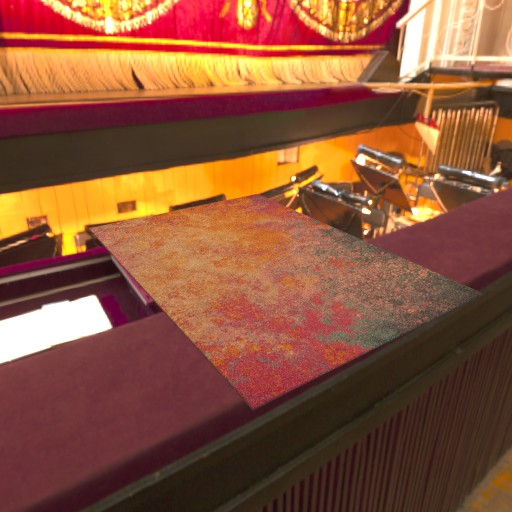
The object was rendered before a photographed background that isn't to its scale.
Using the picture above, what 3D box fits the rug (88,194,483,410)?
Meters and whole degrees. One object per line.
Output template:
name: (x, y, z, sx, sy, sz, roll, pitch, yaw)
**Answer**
rug: (0.000, 0.000, 3.759, 2.007, 0.013, 2.896, -16, 30, -31)
